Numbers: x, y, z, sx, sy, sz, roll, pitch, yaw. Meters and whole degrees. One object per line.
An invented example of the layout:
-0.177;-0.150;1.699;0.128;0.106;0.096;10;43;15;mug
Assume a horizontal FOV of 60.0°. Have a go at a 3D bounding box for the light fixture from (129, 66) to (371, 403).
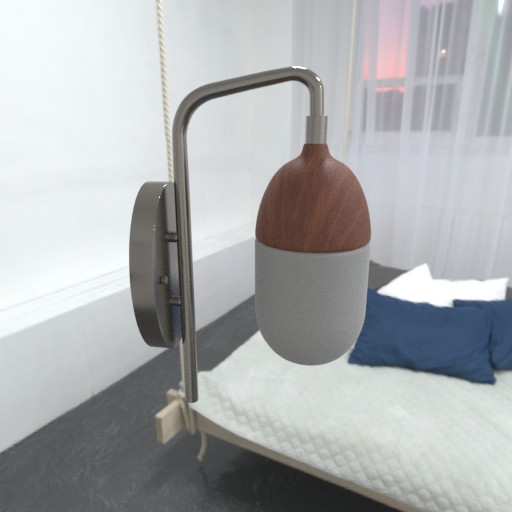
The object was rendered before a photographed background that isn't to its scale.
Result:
0.000;0.000;0.435;0.216;0.343;0.108;3;17;9;light fixture
